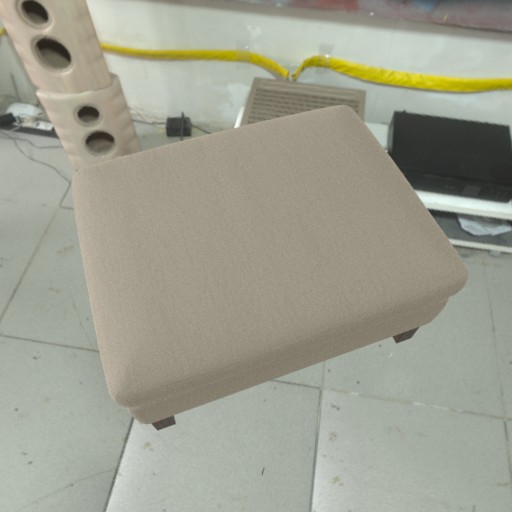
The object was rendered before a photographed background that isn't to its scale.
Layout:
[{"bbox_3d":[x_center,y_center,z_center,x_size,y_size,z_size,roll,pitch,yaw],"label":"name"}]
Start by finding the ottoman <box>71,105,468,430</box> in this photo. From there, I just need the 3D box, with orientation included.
[{"bbox_3d":[0.000,0.000,1.119,0.771,0.420,0.606,-17,59,-11],"label":"ottoman"}]
